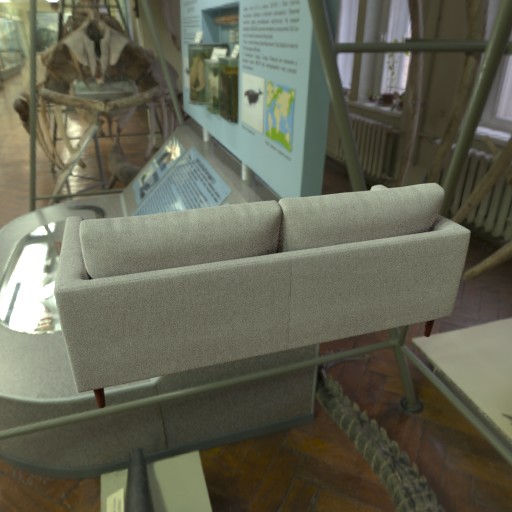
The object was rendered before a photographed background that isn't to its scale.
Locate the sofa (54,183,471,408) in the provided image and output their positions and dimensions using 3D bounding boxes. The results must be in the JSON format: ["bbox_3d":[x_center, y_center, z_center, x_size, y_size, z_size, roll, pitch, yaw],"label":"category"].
[{"bbox_3d":[0.000,0.000,2.455,1.948,0.868,1.020,-8,27,-16],"label":"sofa"}]
